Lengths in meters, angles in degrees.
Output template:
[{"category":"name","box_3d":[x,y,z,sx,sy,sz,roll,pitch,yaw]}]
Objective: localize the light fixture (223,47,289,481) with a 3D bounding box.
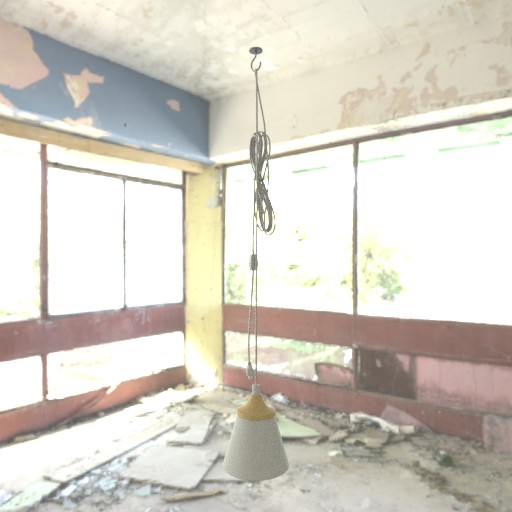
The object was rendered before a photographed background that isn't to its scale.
[{"category":"light fixture","box_3d":[0.000,0.000,1.033,0.153,0.966,0.153,0,-1,-17]}]
